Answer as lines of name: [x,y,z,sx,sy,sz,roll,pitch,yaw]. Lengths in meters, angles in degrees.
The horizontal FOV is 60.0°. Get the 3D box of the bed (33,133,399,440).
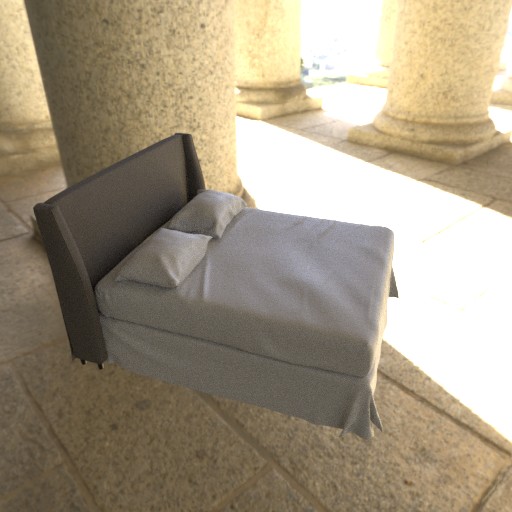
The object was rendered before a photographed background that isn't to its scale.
bed: [0.000,0.000,3.486,2.276,1.332,1.925,10,31,17]
